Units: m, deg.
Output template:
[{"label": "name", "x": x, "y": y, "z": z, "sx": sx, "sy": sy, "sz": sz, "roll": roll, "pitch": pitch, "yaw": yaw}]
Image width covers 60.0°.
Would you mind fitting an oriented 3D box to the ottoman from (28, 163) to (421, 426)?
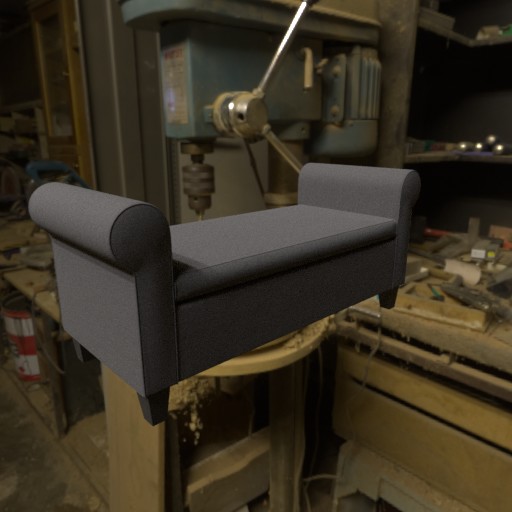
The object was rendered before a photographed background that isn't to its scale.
[{"label": "ottoman", "x": 0.000, "y": 0.000, "z": 1.517, "sx": 1.256, "sy": 0.547, "sz": 0.521, "roll": -14, "pitch": 21, "yaw": -41}]
